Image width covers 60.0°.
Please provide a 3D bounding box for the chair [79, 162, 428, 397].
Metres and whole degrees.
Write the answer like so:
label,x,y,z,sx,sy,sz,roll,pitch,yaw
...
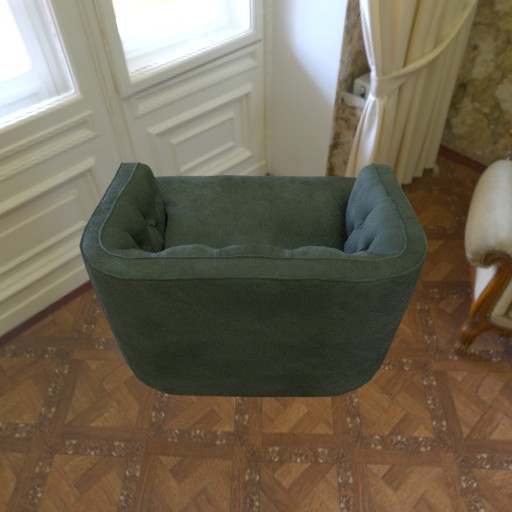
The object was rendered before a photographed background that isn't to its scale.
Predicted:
label,x,y,z,sx,sy,sz,roll,pitch,yaw
chair,0.000,0.000,1.792,1.104,0.852,0.941,0,48,0
